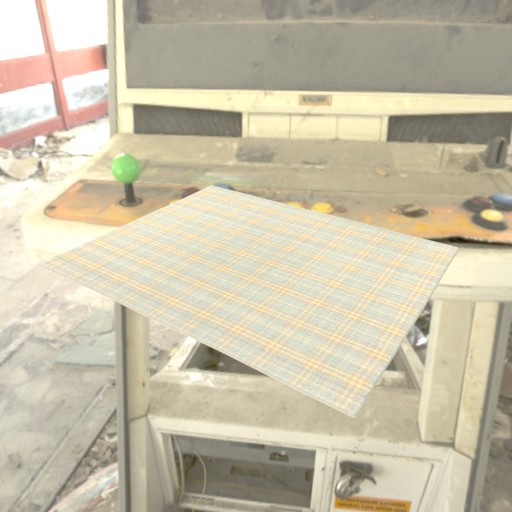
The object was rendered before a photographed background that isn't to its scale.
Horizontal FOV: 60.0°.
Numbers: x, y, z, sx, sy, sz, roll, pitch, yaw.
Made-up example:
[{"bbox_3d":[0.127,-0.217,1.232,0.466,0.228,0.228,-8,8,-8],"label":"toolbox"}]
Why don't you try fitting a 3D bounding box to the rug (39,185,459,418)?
[{"bbox_3d":[0.000,0.000,4.118,3.066,0.030,2.462,18,34,29],"label":"rug"}]
